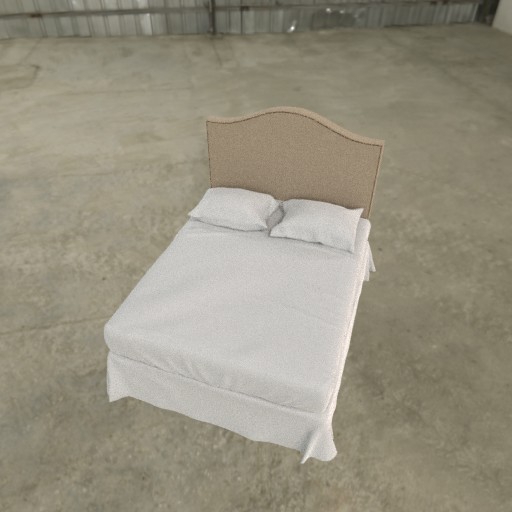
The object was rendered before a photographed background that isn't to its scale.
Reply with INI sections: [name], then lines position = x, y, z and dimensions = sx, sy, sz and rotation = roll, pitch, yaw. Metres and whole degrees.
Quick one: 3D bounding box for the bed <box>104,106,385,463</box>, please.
[bed]
position = 0.000, 0.000, 3.503
dimensions = 1.876, 1.645, 2.221
rotation = 12, 41, 14
